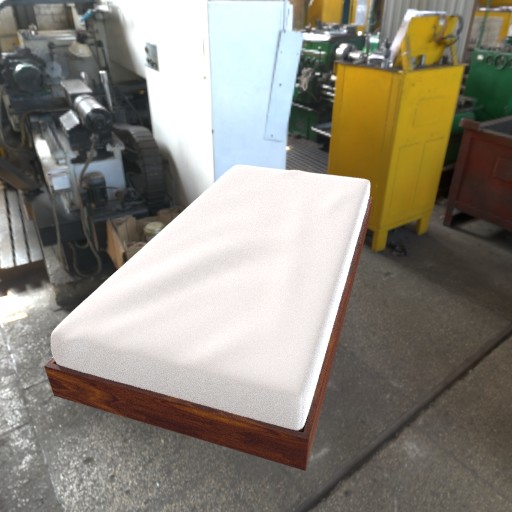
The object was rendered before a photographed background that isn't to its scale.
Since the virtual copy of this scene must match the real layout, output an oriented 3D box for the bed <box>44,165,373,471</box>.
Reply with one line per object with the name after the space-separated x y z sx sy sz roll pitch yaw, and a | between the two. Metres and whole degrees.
0.000 0.000 2.171 0.940 0.312 1.860 10 32 16 | bed
